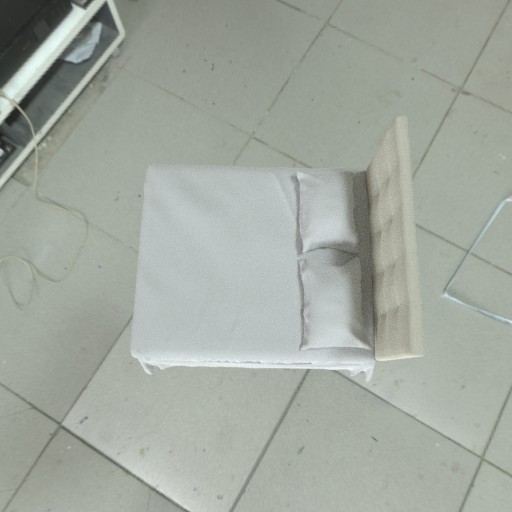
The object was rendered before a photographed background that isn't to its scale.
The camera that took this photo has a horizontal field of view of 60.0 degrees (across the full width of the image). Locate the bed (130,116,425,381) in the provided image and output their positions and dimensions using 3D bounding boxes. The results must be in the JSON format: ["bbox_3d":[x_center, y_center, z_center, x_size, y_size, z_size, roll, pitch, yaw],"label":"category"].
[{"bbox_3d":[0.000,0.000,3.595,2.222,1.577,1.936,1,75,0],"label":"bed"}]
